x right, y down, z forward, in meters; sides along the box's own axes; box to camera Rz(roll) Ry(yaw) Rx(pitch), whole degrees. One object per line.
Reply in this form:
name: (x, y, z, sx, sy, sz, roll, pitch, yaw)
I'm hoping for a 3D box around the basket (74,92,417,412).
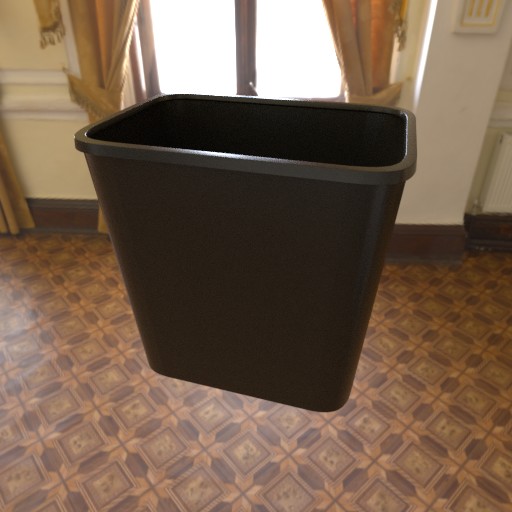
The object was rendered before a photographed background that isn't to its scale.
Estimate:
basket: (0.000, 0.000, 0.511, 0.300, 0.307, 0.211, 9, 33, 14)
